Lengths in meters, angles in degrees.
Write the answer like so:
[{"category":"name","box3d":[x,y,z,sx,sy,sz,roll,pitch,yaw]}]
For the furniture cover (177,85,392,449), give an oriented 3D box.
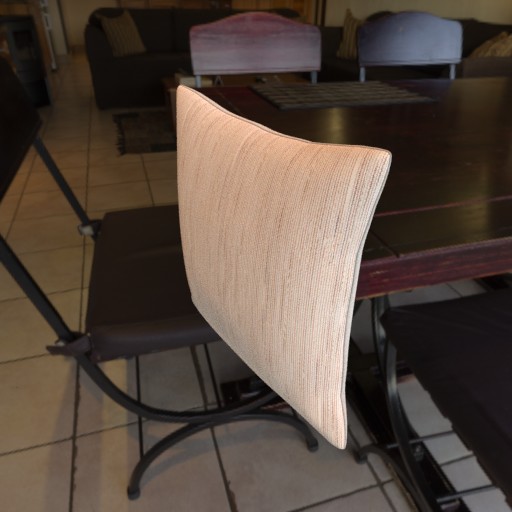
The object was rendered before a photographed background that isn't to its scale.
[{"category":"furniture cover","box3d":[0.000,0.000,0.788,0.178,0.506,0.512,-20,36,-30]}]
